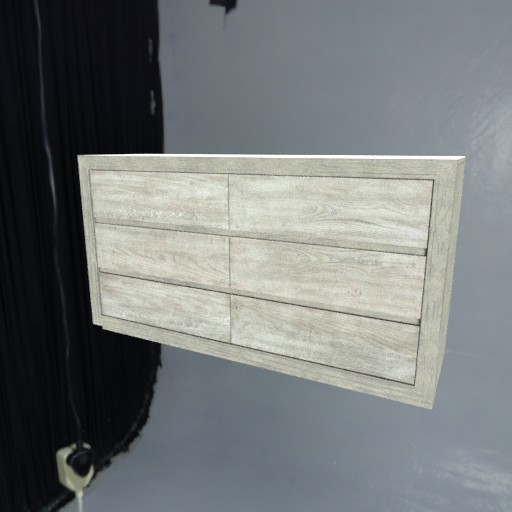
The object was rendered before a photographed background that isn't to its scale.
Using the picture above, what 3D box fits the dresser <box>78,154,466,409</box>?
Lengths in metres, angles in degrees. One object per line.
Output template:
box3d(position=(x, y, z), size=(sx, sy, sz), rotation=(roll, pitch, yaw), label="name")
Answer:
box3d(position=(0.000, 0.000, 2.018), size=(1.628, 0.889, 0.483), rotation=(7, 15, 26), label="dresser")
